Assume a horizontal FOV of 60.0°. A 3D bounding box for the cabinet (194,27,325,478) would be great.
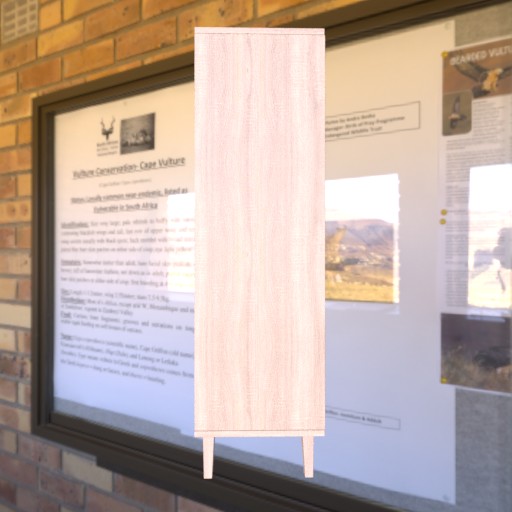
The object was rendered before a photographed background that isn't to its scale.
[{"bbox_3d":[0.000,0.000,1.902,0.398,1.388,1.111,0,0,-1],"label":"cabinet"}]
